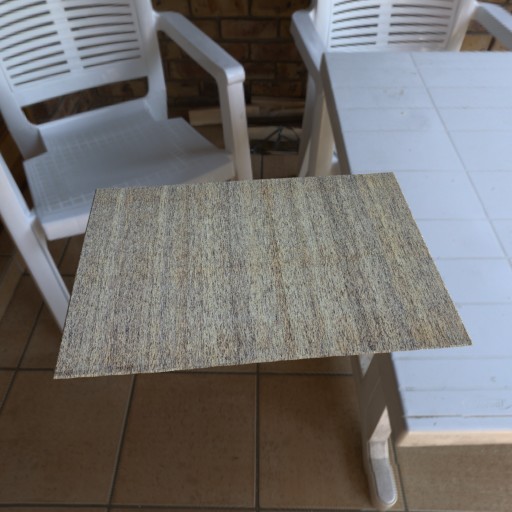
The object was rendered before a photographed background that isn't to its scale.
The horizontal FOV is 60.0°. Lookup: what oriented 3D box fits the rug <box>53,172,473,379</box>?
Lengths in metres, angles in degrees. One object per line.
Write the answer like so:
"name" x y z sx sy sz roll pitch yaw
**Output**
"rug" 0.000 0.000 2.331 1.846 0.014 1.243 -4 49 -3
